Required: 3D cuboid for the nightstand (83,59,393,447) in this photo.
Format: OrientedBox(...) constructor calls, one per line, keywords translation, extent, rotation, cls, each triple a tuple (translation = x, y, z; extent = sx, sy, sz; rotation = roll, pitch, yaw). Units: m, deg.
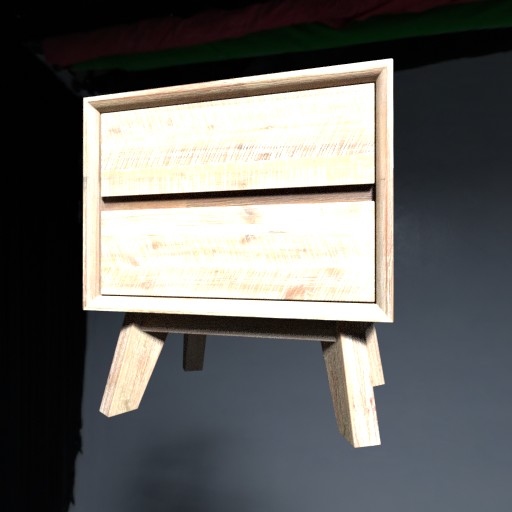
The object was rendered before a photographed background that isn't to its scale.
OrientedBox(translation=(0.000, 0.000, 0.933), extent=(0.552, 0.589, 0.396), rotation=(0, 0, 17), cls="nightstand")
